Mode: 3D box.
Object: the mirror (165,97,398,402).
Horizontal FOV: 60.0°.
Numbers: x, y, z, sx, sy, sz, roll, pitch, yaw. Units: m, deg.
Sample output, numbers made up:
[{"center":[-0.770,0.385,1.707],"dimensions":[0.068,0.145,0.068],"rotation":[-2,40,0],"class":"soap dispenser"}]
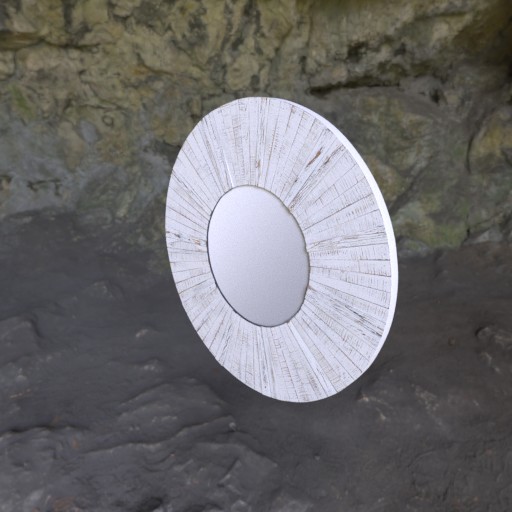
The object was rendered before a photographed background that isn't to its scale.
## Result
[{"center":[0.000,0.000,1.355],"dimensions":[0.914,0.914,0.038],"rotation":[16,23,42],"class":"mirror"}]
